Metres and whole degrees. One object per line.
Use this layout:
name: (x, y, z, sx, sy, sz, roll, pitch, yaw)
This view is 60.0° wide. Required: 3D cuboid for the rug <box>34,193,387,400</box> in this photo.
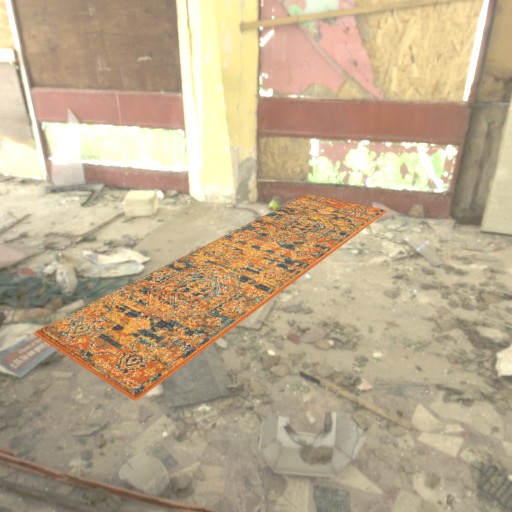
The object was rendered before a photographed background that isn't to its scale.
rug: (0.000, 0.000, 2.504, 0.651, 0.016, 2.274, 18, 32, 32)
